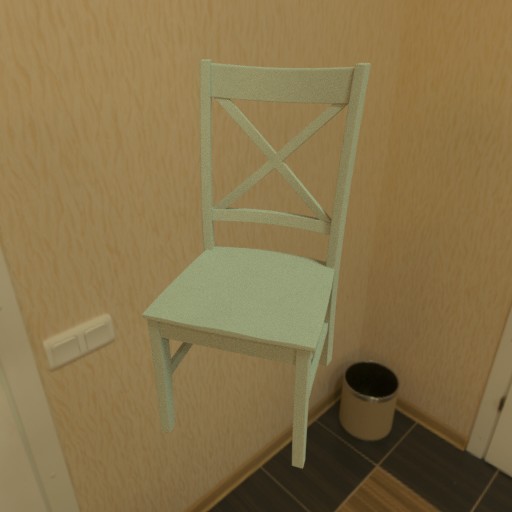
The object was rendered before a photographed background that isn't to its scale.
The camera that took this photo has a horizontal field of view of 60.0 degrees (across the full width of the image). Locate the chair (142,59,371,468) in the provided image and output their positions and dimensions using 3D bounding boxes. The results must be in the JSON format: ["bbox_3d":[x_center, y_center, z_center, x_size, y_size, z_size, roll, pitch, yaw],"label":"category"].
[{"bbox_3d":[0.000,0.000,1.259,0.485,0.983,0.542,8,29,15],"label":"chair"}]
